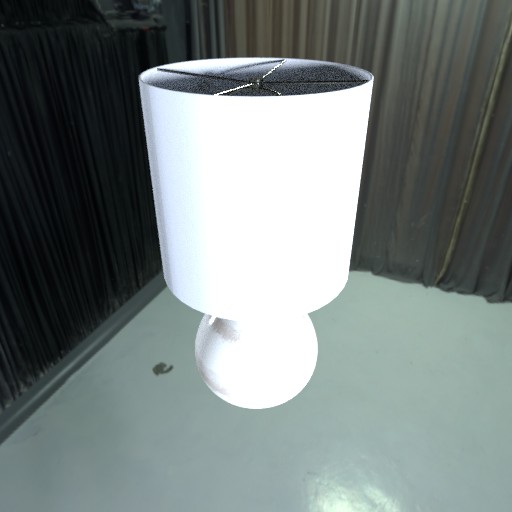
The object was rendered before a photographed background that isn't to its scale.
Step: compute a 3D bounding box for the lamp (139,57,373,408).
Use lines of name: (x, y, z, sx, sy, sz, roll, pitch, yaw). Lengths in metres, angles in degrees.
lamp: (0.000, 0.000, 0.523, 0.217, 0.404, 0.217, 10, 33, 16)
